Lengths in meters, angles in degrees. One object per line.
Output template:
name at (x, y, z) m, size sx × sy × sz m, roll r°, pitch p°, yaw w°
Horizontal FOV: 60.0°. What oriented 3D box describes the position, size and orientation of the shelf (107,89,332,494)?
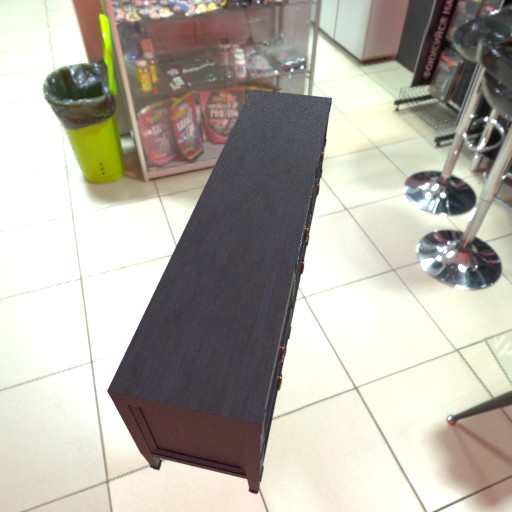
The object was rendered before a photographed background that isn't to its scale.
shelf at (0.000, 0.000, 2.136) m, size 0.471 × 0.715 × 1.878 m, roll 9°, pitch 48°, yaw 8°
